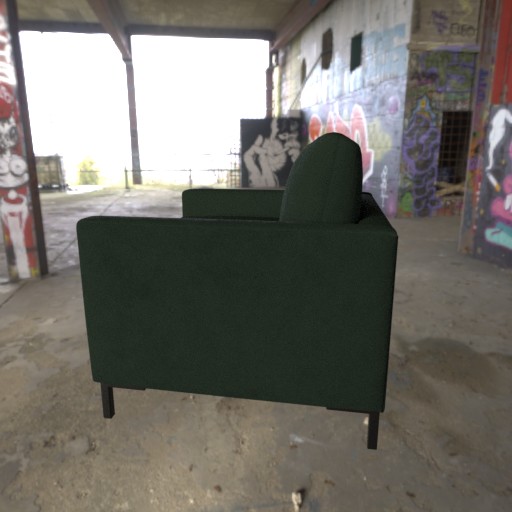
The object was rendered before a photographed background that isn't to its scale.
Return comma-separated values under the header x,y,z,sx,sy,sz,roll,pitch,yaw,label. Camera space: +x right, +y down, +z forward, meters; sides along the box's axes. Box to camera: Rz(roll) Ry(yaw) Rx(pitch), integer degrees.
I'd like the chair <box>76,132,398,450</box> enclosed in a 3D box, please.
x,y,z,sx,sy,sz,roll,pitch,yaw,label
0.000,0.000,1.613,0.866,0.861,0.963,3,14,10,chair
